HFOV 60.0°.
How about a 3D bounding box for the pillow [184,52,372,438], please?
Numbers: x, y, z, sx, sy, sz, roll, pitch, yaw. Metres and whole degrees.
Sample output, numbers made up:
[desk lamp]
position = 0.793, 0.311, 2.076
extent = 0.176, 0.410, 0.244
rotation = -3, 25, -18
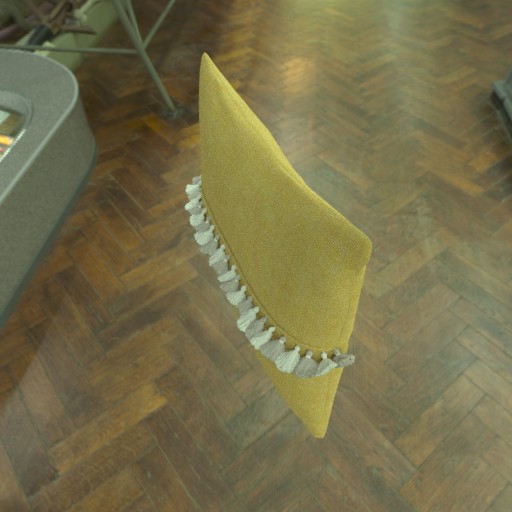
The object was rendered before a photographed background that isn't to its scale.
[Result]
[pillow]
position = 0.000, 0.000, 0.733
extent = 0.167, 0.481, 0.485
rotation = -18, 50, -16
